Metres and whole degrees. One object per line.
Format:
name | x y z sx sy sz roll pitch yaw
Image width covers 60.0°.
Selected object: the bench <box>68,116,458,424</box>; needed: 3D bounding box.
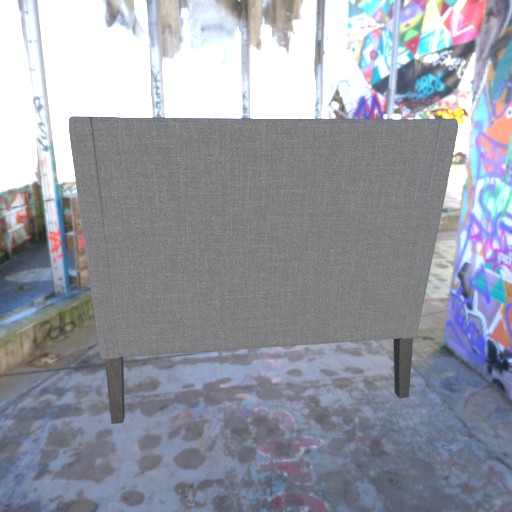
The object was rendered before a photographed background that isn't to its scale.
bench | 0.000 0.000 1.935 1.276 1.121 0.842 -2 15 -8
